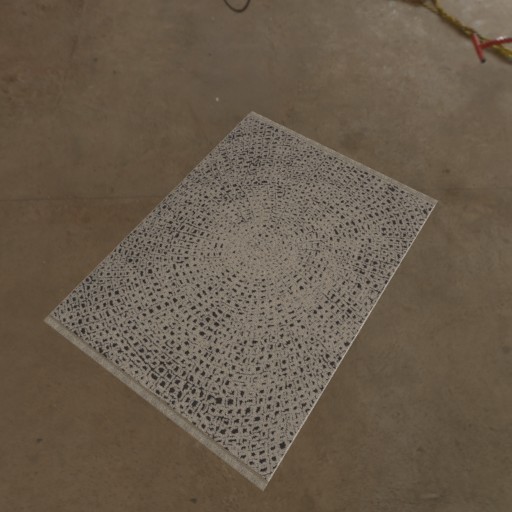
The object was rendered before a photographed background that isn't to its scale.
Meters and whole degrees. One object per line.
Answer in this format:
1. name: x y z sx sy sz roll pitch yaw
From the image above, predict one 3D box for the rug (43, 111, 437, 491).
1. rug: 0.000 0.000 2.155 1.190 0.003 1.634 31 64 17
